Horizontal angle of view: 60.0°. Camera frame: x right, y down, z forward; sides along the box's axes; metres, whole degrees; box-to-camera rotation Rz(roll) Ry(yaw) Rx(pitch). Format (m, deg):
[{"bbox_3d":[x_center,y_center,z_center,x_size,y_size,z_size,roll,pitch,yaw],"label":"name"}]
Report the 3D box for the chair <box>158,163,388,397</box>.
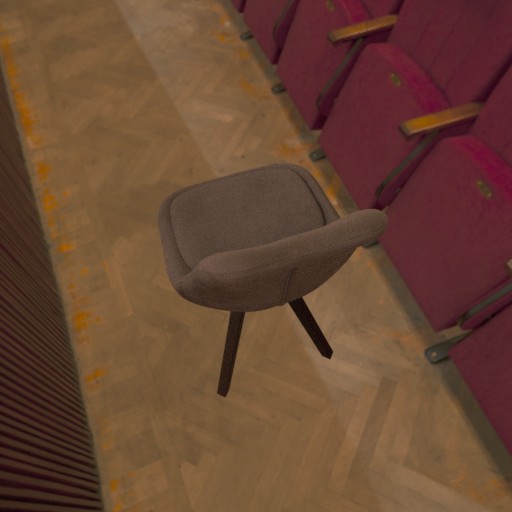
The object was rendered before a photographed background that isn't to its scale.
[{"bbox_3d":[0.000,0.000,1.203,0.476,0.850,0.550,-17,60,-10],"label":"chair"}]
